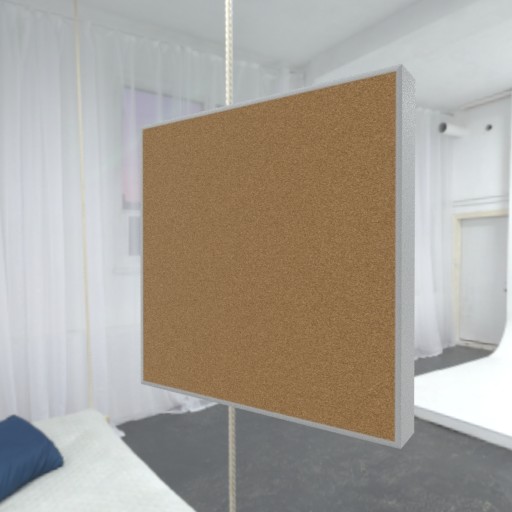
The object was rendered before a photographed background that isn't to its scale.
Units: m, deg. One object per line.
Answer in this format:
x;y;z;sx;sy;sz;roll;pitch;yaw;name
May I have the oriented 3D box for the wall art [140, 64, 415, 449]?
0.000;0.000;0.452;0.305;0.304;0.038;0;1;35;wall art
